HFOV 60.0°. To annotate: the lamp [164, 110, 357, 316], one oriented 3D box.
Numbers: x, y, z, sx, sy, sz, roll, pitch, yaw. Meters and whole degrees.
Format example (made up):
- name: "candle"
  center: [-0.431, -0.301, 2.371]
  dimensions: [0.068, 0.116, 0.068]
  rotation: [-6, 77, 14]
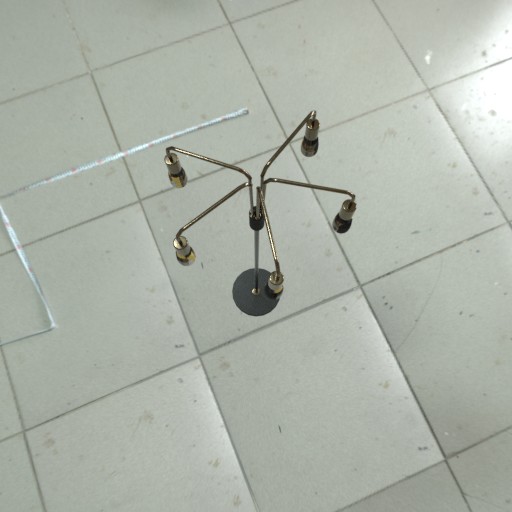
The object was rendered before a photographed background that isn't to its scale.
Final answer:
- name: "lamp"
  center: [0.000, 0.000, 2.035]
  dimensions: [0.572, 1.721, 0.599]
  rotation: [36, 78, 9]
